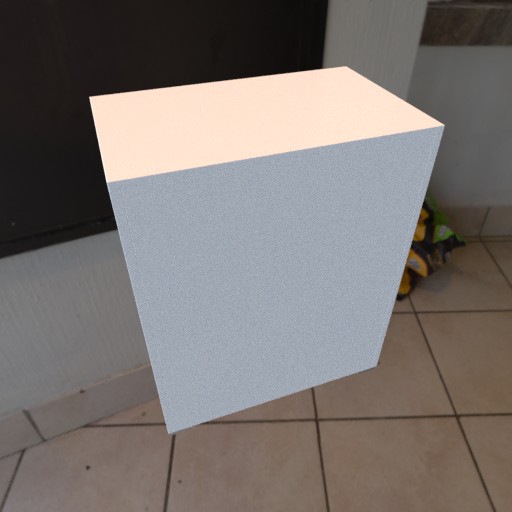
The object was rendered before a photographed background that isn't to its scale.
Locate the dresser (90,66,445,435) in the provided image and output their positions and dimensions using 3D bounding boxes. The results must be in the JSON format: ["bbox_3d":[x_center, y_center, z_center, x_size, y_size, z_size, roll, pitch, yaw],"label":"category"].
[{"bbox_3d":[0.000,0.000,1.190,0.650,0.800,0.400,-13,41,-15],"label":"dresser"}]
